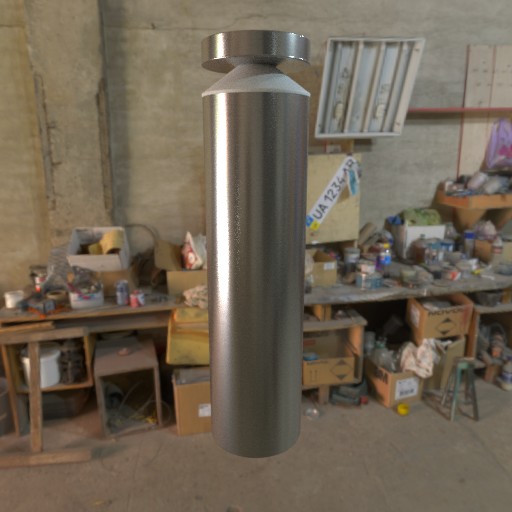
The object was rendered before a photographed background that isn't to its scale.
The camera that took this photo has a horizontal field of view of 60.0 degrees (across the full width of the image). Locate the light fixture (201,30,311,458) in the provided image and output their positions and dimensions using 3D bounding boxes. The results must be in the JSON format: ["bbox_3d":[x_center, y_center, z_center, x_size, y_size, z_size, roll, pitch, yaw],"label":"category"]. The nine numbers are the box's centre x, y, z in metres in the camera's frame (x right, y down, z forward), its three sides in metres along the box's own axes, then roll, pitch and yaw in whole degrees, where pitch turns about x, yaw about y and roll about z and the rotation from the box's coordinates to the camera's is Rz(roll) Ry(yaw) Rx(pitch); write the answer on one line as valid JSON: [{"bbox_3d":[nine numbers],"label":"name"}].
[{"bbox_3d":[0.000,0.000,0.454,0.102,0.400,0.102,13,19,43],"label":"light fixture"}]
